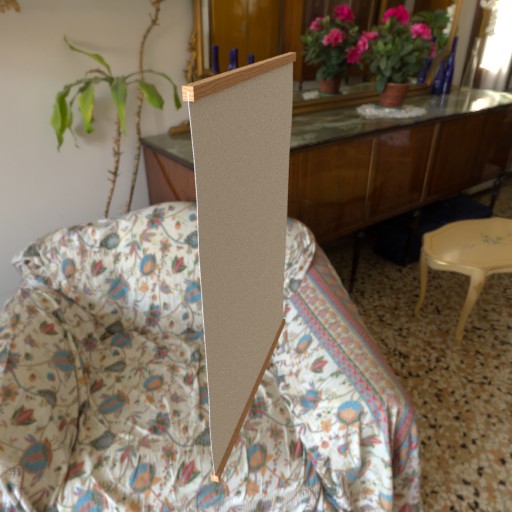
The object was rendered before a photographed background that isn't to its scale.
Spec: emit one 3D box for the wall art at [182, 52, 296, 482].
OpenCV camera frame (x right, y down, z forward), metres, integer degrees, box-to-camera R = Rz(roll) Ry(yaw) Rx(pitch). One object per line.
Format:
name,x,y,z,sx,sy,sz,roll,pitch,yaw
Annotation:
wall art,0.000,0.000,1.274,0.020,1.016,0.739,9,30,15
